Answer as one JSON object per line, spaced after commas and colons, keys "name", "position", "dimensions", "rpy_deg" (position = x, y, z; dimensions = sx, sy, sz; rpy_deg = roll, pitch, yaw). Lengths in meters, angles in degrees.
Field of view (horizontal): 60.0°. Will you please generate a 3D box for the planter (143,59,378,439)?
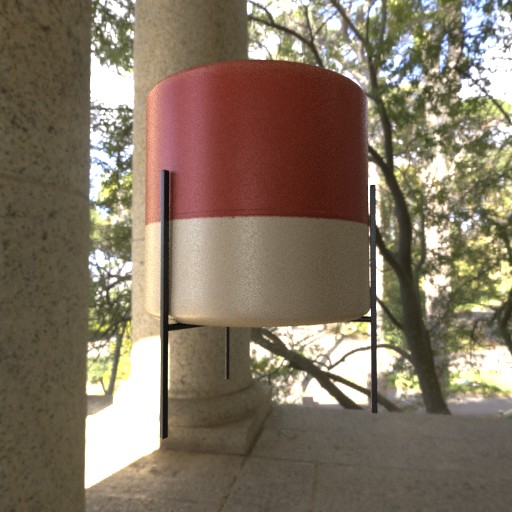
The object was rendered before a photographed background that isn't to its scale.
{"name": "planter", "position": [0.000, 0.000, 0.700], "dimensions": [0.345, 0.465, 0.354], "rpy_deg": [1, -2, -19]}
